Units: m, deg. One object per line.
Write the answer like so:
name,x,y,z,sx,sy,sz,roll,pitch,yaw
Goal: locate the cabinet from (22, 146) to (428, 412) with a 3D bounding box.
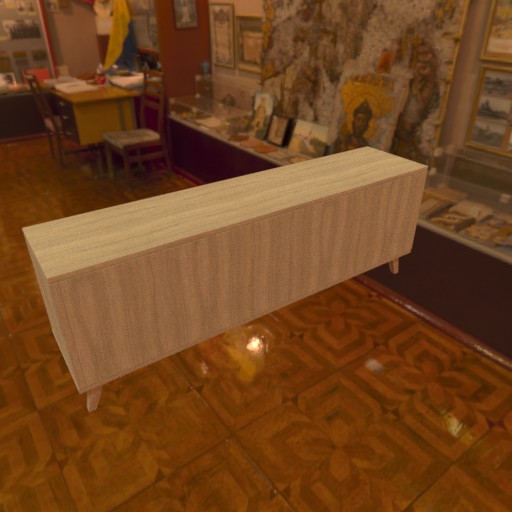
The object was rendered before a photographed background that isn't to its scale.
cabinet,0.000,0.000,2.535,2.198,0.779,0.499,-19,36,-29
